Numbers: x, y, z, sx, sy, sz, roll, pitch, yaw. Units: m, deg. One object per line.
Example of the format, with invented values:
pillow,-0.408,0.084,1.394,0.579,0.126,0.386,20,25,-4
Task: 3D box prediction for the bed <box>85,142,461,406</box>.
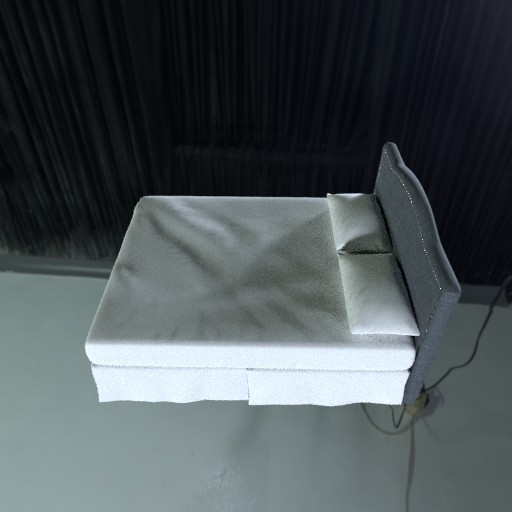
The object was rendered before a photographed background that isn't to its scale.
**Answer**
bed,0.000,0.000,4.031,2.689,1.457,2.161,1,41,1
